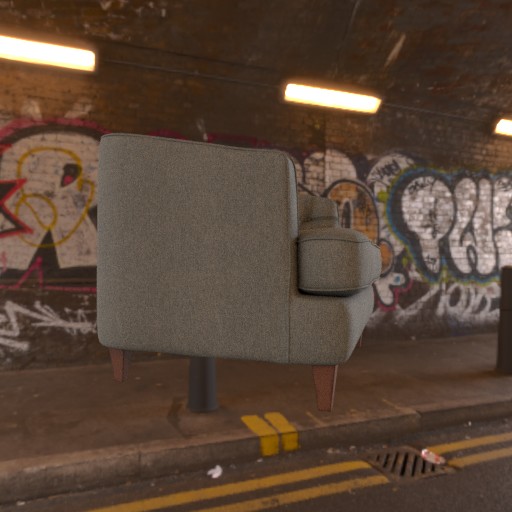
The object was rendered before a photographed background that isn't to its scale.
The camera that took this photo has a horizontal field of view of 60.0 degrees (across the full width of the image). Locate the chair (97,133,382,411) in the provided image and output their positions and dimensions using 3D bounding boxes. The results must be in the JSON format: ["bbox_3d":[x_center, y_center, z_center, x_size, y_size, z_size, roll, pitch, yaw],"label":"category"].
[{"bbox_3d":[0.000,0.000,1.772,0.945,0.852,1.094,0,-1,18],"label":"chair"}]
